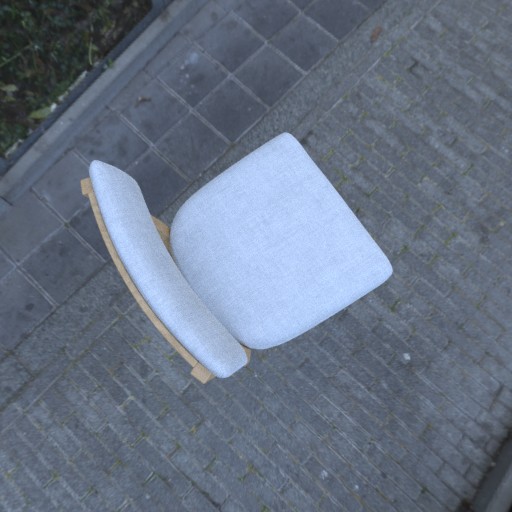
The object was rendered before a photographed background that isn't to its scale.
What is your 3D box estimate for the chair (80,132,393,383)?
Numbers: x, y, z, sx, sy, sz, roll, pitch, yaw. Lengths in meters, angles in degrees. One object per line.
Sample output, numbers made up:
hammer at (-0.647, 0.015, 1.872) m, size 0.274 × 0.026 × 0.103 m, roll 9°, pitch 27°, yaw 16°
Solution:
chair at (0.000, 0.000, 1.224) m, size 0.572 × 0.832 × 0.508 m, roll -33°, pitch 77°, yaw -8°
